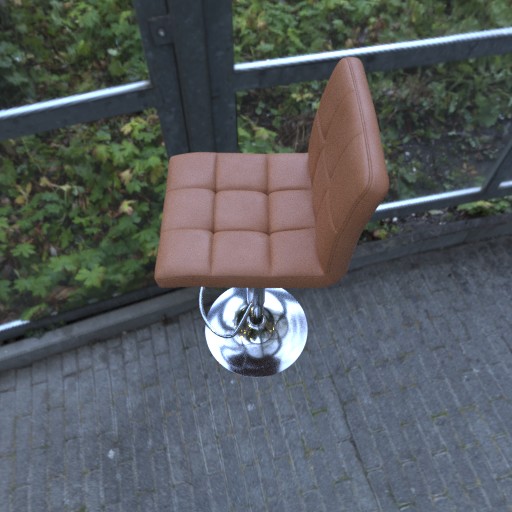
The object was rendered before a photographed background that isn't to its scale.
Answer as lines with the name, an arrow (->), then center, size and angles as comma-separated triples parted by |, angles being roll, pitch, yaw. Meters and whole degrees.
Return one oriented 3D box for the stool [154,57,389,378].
stool -> 0.000, 0.000, 1.376 | 0.505, 1.115, 0.430 | 0, 58, 0
